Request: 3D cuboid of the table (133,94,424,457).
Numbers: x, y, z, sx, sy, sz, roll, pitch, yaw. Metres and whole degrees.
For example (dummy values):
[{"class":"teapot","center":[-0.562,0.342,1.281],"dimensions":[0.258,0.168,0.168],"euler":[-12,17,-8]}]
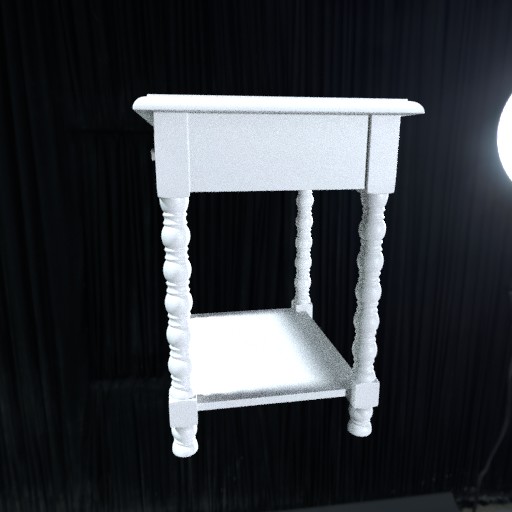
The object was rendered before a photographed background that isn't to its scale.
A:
[{"class":"table","center":[0.000,0.000,0.844],"dimensions":[0.381,0.531,0.460],"euler":[-2,14,-10]}]
